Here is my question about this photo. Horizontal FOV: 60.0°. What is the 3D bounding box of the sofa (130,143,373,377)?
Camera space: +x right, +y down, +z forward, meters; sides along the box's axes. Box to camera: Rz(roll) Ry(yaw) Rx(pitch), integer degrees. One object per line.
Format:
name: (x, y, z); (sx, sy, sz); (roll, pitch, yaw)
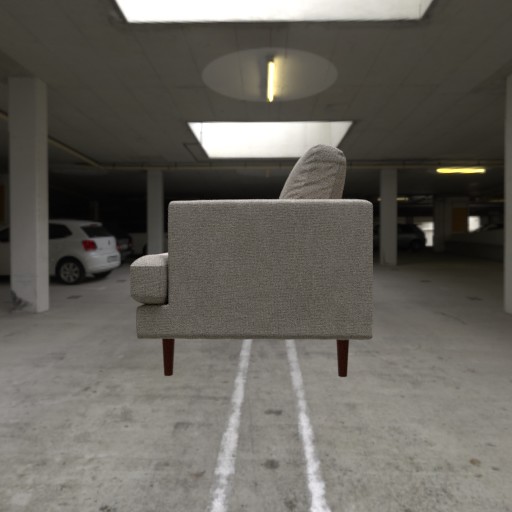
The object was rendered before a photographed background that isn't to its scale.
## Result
sofa: (0.000, 0.000, 2.720); (0.903, 0.930, 2.246); (0, 1, 1)
